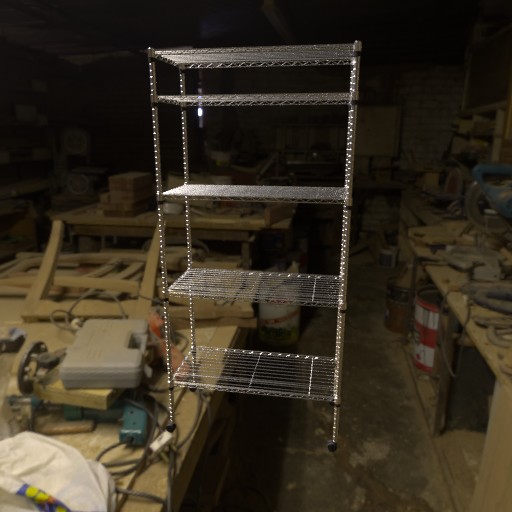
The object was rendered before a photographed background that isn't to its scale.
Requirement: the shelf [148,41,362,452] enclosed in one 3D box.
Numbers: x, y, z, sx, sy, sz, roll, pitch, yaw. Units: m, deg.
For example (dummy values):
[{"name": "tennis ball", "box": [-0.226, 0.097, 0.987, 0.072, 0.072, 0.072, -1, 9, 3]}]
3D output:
[{"name": "shelf", "box": [0.000, 0.000, 1.885, 0.762, 1.587, 0.356, 3, 16, 10]}]
